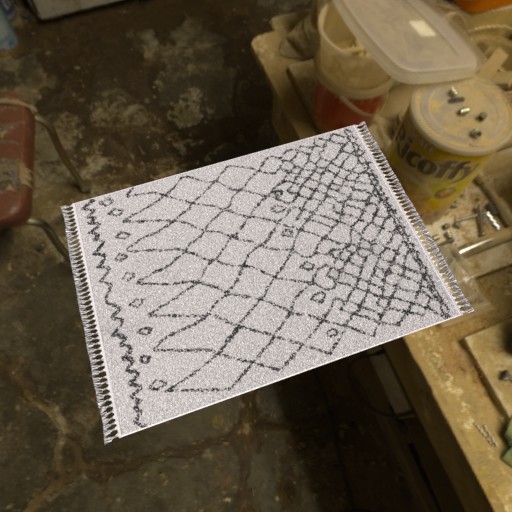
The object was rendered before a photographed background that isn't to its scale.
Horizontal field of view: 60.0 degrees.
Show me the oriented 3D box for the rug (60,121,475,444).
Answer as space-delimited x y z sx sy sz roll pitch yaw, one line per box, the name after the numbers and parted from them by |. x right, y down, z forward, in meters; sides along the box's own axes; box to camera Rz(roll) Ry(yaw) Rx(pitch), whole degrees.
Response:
0.000 0.000 2.911 2.312 0.017 1.613 -17 66 -8 | rug
